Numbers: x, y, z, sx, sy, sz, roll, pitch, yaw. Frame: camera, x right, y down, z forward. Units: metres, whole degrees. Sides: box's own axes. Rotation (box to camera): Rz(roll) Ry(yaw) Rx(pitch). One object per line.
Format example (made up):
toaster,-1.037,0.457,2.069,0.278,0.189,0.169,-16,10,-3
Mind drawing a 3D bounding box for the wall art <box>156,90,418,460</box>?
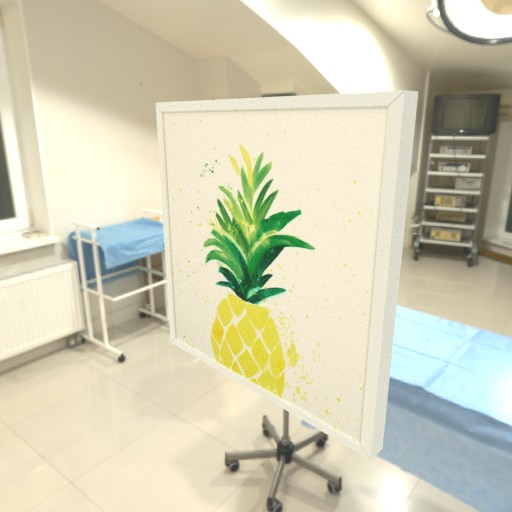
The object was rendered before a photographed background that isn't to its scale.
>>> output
wall art,0.000,0.000,0.457,0.020,0.307,0.307,-16,23,-42
